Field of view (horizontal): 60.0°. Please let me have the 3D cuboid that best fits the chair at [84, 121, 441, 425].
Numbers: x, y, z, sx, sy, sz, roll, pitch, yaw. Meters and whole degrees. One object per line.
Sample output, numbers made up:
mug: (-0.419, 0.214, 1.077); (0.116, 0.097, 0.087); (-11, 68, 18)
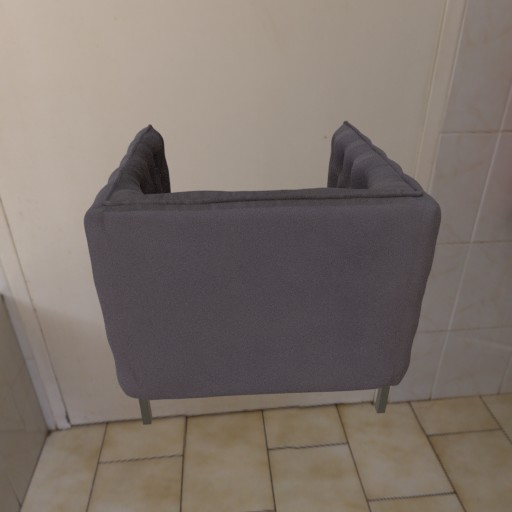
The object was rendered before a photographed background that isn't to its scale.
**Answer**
chair: (0.000, 0.000, 1.654); (0.946, 0.807, 0.913); (-2, 29, -3)
